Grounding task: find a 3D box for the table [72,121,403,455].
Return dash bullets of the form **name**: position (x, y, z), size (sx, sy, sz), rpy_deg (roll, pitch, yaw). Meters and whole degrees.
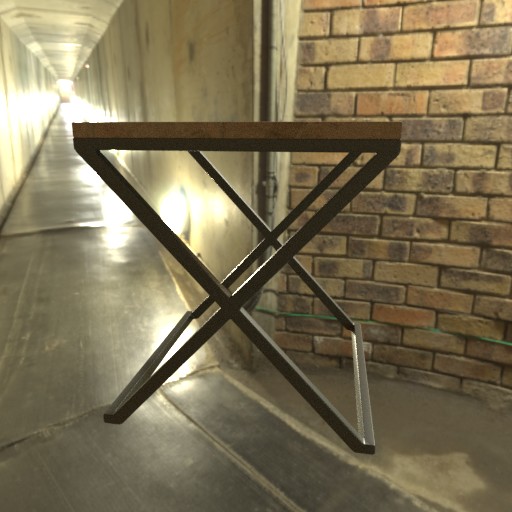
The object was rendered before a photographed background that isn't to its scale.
- **table**: position (0.000, 0.000, 0.955), size (0.498, 0.550, 0.499), rpy_deg (3, 17, 10)
